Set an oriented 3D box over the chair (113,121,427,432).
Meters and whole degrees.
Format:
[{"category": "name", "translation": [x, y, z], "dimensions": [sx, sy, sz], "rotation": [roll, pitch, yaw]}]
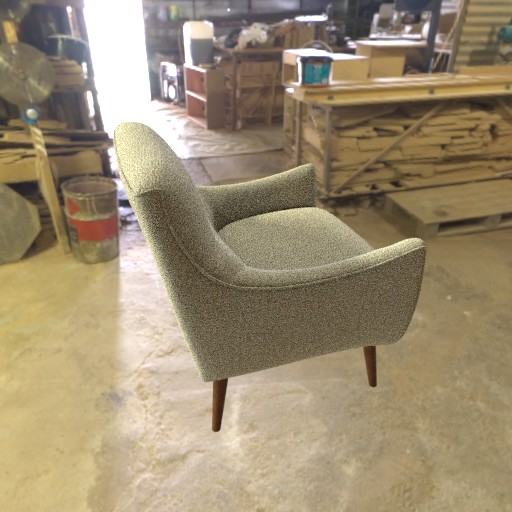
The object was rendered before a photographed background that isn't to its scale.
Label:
[{"category": "chair", "translation": [0.000, 0.000, 1.478], "dimensions": [0.787, 0.838, 0.762], "rotation": [-10, 31, -17]}]
